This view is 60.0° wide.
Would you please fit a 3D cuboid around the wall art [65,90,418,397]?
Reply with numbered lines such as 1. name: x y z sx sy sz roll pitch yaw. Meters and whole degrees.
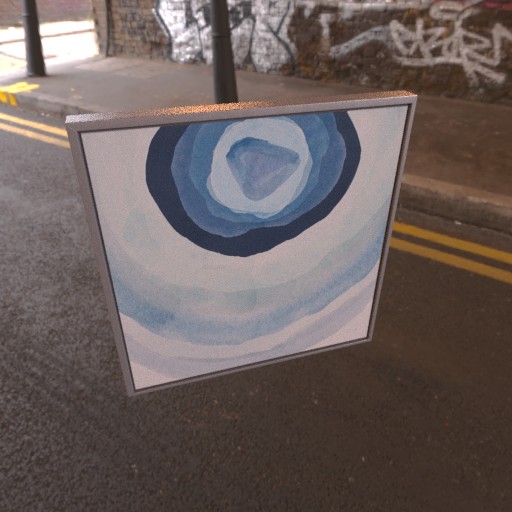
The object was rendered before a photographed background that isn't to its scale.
1. wall art: 0.000 0.000 0.525 0.349 0.349 0.028 -9 34 -14
